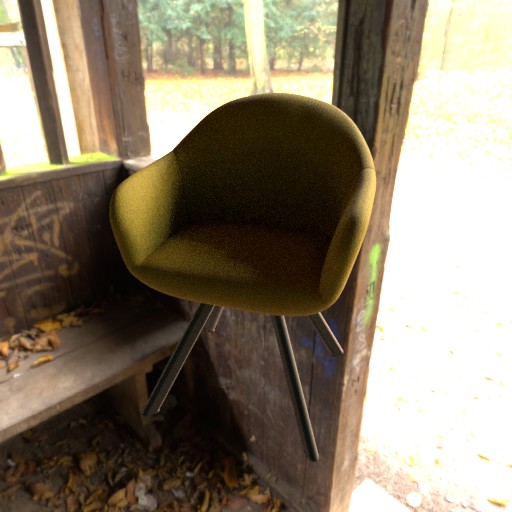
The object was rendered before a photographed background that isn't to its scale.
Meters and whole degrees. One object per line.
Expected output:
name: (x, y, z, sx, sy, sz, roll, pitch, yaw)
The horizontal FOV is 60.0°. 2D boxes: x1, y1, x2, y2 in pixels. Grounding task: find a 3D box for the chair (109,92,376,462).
chair: (0.000, 0.000, 1.209, 0.590, 0.795, 0.550, 8, 27, 16)
